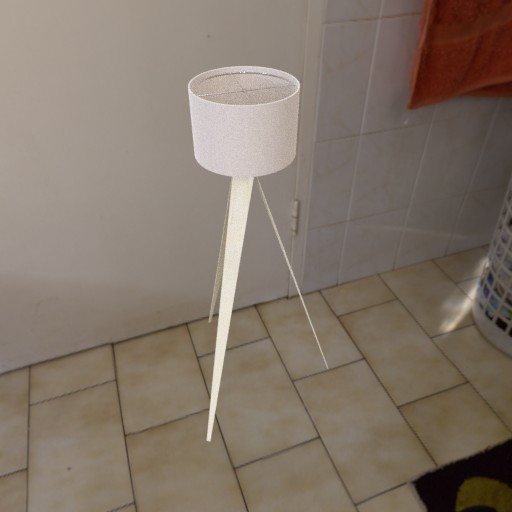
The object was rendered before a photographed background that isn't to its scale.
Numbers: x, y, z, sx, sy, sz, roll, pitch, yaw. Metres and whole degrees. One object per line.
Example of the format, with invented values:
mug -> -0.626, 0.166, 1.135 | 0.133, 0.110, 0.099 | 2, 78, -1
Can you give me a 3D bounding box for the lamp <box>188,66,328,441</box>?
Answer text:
lamp -> 0.000, 0.000, 1.928 | 0.716, 1.524, 0.724 | -12, 42, -14
